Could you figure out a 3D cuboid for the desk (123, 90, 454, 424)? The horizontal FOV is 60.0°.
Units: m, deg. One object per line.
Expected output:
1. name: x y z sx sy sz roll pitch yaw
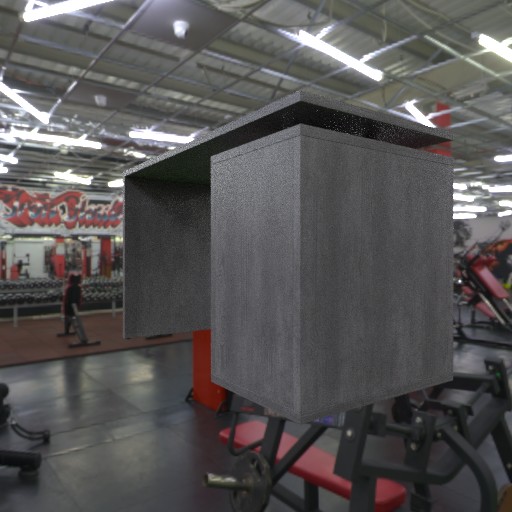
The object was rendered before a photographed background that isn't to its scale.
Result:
1. desk: 0.000 0.000 1.643 0.600 0.740 1.200 0 0 -35
